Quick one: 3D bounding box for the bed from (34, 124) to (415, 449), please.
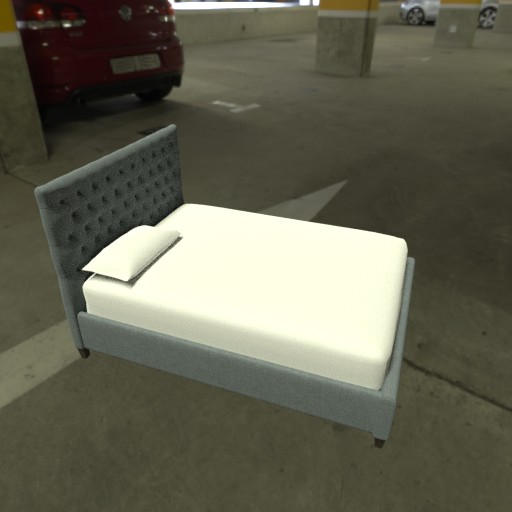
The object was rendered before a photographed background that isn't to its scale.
[{"bbox_3d":[0.000,0.000,3.396,2.335,1.411,1.698,11,32,18],"label":"bed"}]
